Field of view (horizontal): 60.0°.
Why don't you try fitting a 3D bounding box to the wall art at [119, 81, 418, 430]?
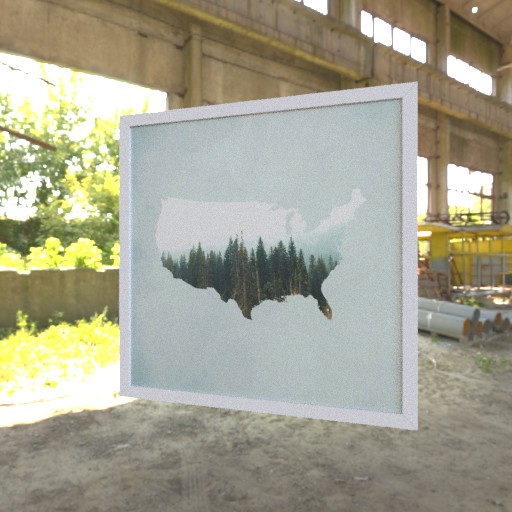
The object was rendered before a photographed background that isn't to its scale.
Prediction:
[{"bbox_3d":[0.000,0.000,0.445,0.304,0.304,0.024,0,0,18],"label":"wall art"}]
